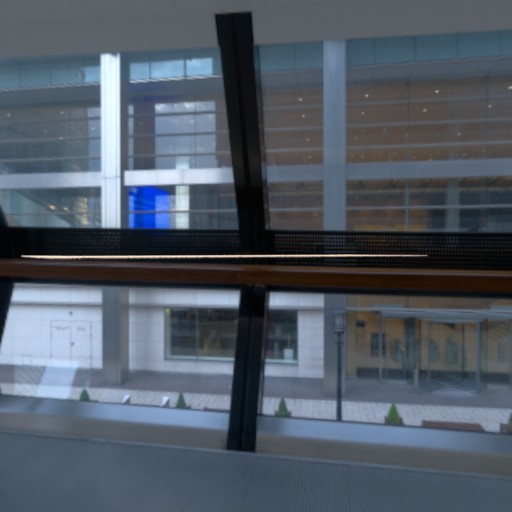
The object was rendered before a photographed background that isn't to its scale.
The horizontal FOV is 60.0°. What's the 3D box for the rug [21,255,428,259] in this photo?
[{"bbox_3d":[0.000,0.000,2.696,2.443,0.009,0.771,0,1,-37],"label":"rug"}]
